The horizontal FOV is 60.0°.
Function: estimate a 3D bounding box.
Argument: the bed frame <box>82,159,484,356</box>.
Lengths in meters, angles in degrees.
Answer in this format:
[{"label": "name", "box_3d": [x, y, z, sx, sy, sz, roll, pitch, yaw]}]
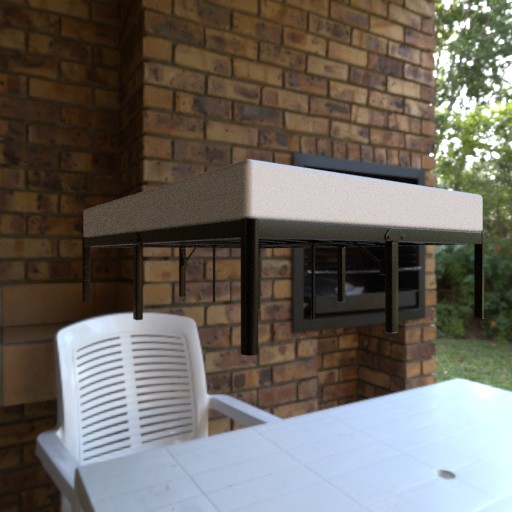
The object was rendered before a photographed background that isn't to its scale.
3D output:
[{"label": "bed frame", "box_3d": [0.000, 0.000, 2.741, 1.557, 0.659, 2.072, 0, 0, -36]}]
